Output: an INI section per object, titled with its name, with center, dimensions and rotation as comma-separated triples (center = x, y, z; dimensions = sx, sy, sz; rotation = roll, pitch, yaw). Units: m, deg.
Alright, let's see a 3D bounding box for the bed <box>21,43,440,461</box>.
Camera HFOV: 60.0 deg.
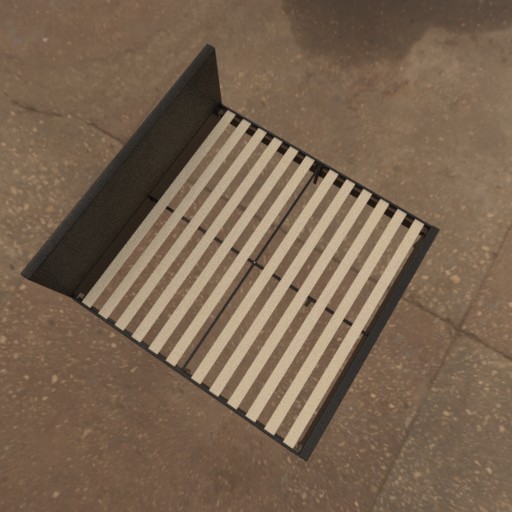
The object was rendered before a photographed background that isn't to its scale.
[bed]
center = 0.000, 0.000, 3.281
dimensions = 2.152, 1.046, 2.018
rotation = 32, 77, 8
